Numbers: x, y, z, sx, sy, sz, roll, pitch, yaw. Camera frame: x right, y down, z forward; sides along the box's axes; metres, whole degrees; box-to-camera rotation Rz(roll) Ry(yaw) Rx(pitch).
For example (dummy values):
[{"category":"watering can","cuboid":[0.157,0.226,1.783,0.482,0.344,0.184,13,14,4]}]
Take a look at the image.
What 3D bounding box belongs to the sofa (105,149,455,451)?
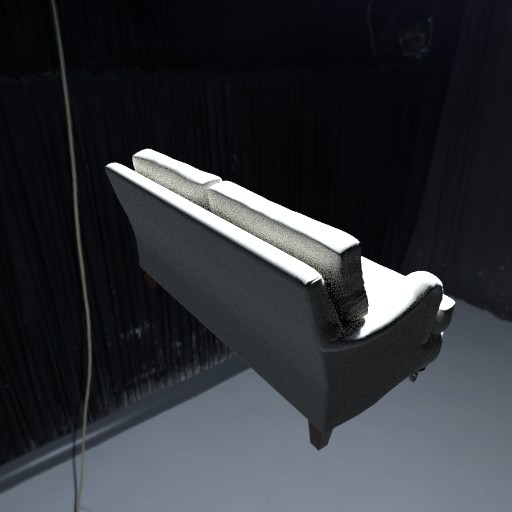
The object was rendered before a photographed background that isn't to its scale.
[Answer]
[{"category":"sofa","cuboid":[0.000,0.000,2.785,1.086,1.087,2.159,-18,31,-32]}]
